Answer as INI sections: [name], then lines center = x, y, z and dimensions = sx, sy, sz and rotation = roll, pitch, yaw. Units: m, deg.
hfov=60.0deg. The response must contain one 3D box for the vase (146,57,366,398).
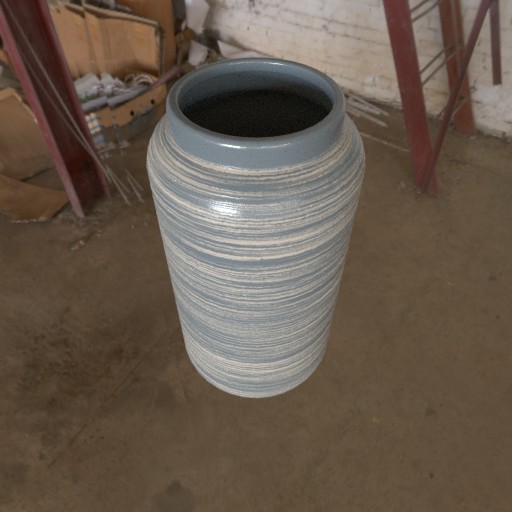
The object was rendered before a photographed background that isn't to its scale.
[vase]
center = 0.000, 0.000, 0.298
dimensions = 0.116, 0.230, 0.116
rotation = 0, 47, 0
